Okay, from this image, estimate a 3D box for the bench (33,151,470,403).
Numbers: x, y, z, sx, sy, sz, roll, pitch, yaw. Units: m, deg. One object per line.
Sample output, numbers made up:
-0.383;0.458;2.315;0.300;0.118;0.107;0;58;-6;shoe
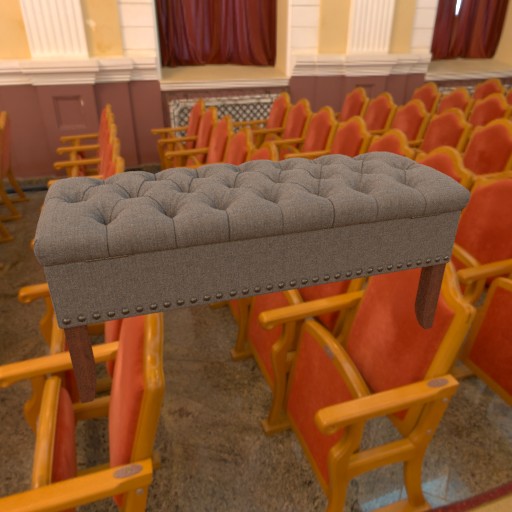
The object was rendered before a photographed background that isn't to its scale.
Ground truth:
0.000;0.000;1.271;1.052;0.470;0.417;-8;28;-16;bench
